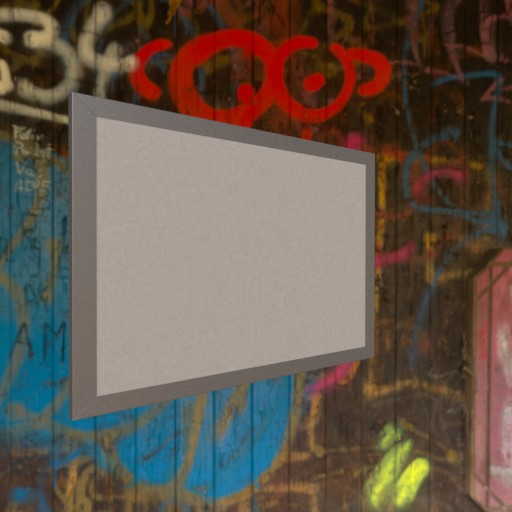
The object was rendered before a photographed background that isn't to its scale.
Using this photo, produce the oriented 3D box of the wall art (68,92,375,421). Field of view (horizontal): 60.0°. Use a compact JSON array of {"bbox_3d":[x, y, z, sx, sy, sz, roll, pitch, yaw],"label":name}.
[{"bbox_3d":[0.000,0.000,0.545,0.432,0.306,0.016,0,0,-36],"label":"wall art"}]
